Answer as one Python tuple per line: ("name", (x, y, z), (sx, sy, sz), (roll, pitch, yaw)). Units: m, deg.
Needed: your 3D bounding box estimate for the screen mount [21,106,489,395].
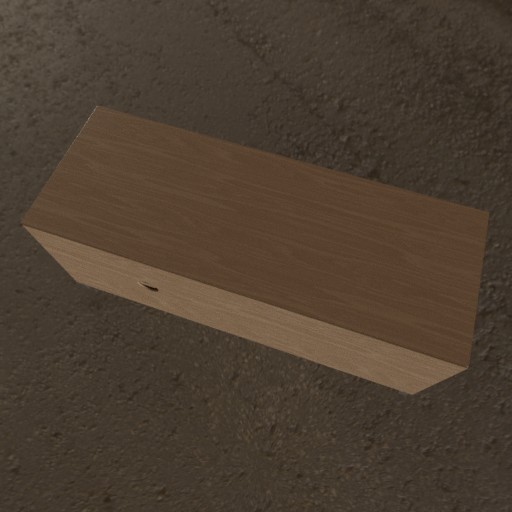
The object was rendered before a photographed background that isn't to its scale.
("screen mount", (0.000, 0.000, 1.285), (1.084, 0.432, 0.406), (17, 66, 8))
